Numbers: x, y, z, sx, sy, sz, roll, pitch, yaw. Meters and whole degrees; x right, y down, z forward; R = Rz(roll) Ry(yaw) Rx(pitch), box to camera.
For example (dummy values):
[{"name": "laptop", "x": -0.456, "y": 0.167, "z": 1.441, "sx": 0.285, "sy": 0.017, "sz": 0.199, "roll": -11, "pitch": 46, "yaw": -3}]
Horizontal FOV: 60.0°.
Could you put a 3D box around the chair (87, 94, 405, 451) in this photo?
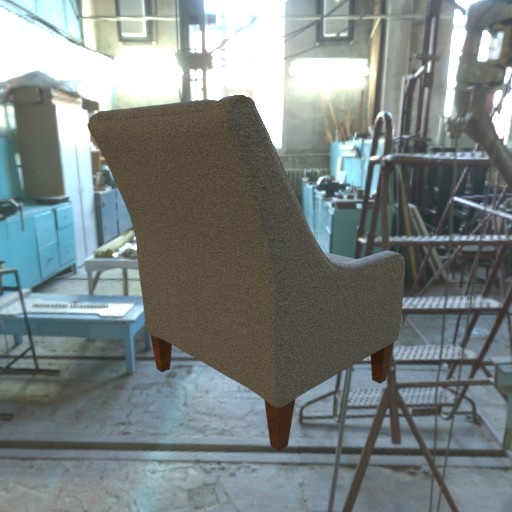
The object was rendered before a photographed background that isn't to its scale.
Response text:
[{"name": "chair", "x": 0.000, "y": 0.000, "z": 1.624, "sx": 0.870, "sy": 1.016, "sz": 0.774, "roll": -13, "pitch": 19, "yaw": -42}]
